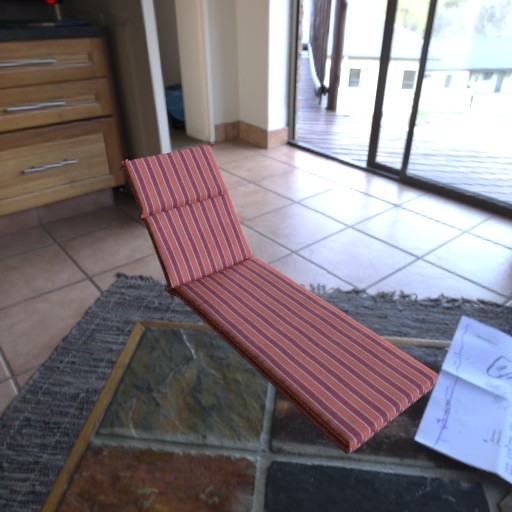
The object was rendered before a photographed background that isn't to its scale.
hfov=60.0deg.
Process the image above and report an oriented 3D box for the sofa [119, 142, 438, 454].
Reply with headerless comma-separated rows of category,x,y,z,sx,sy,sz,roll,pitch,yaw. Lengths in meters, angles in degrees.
sofa,0.000,0.000,2.021,0.582,0.622,1.663,-21,36,-32
